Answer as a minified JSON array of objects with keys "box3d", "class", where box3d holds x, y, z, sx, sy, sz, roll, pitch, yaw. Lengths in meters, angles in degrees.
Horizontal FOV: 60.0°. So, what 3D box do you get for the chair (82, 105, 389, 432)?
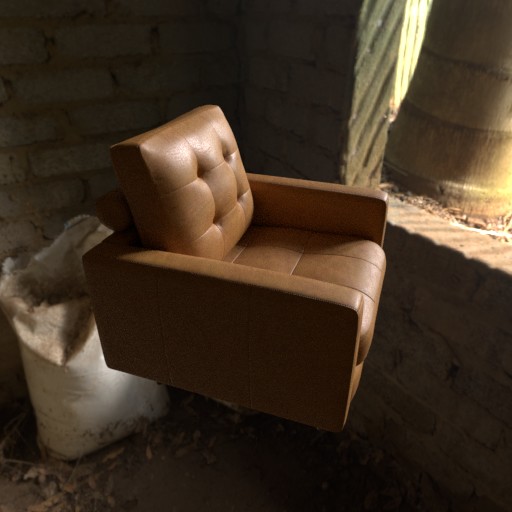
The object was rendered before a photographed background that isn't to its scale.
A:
[{"box3d":[0.000,0.000,1.549,0.868,0.896,0.831,10,31,17],"class":"chair"}]
